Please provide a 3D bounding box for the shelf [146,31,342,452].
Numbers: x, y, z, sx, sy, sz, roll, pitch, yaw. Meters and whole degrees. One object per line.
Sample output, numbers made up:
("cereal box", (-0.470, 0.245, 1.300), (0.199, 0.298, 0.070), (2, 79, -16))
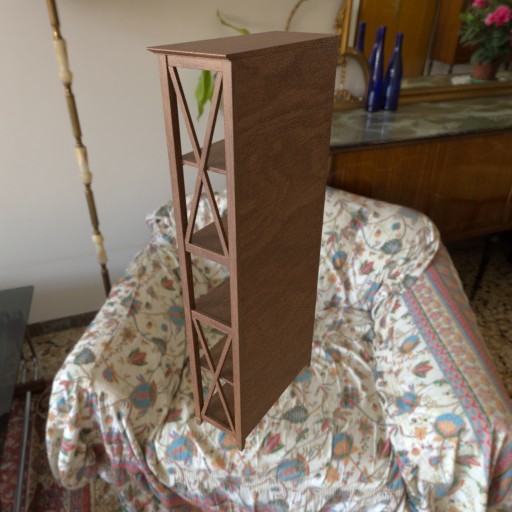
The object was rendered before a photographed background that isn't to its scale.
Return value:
("shelf", (0.000, 0.000, 2.166), (0.335, 1.905, 0.805), (20, 36, 29))
